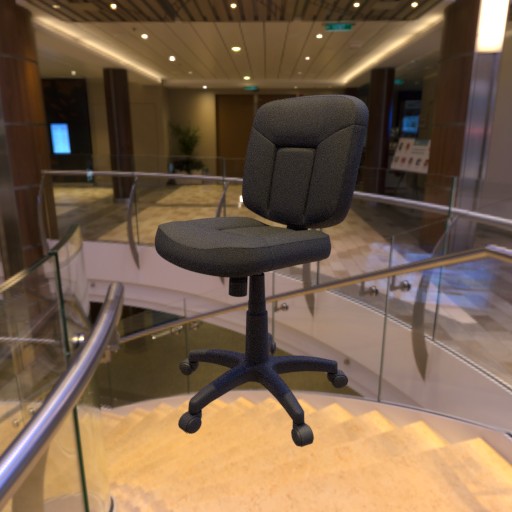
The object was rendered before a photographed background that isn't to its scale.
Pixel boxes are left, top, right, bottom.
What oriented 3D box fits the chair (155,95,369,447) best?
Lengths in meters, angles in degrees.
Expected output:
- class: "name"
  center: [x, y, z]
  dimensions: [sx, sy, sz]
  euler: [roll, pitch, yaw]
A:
- class: "chair"
  center: [0.000, 0.000, 1.380]
  dimensions: [0.610, 0.972, 0.610]
  euler: [-15, 21, -43]
